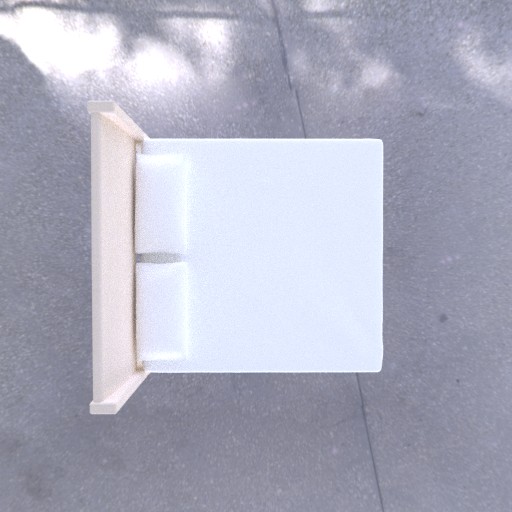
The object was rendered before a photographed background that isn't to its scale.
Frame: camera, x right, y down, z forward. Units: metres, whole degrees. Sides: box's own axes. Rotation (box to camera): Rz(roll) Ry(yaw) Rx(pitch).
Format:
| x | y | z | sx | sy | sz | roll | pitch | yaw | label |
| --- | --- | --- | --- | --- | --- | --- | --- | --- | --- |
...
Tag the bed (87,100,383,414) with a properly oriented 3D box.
| x | y | z | sx | sy | sz | roll | pitch | yaw | label |
| --- | --- | --- | --- | --- | --- | --- | --- | --- | --- |
| 0.000 | 0.000 | 3.752 | 2.293 | 1.471 | 2.145 | 0 | 91 | 0 | bed |
